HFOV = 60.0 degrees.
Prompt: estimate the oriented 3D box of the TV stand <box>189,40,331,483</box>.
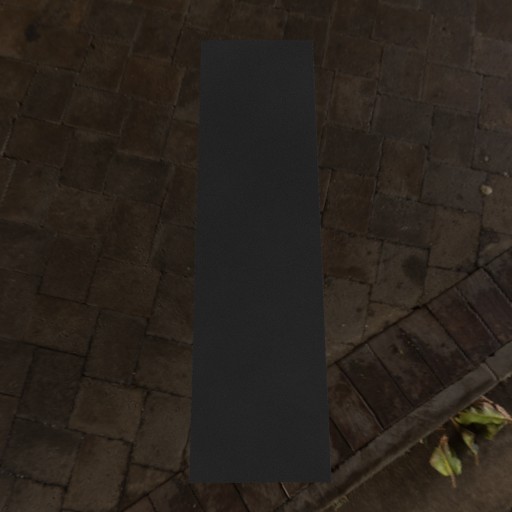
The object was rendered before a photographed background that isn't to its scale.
[{"bbox_3d":[0.000,0.000,1.639,0.400,0.560,1.400,0,76,0],"label":"TV stand"}]
